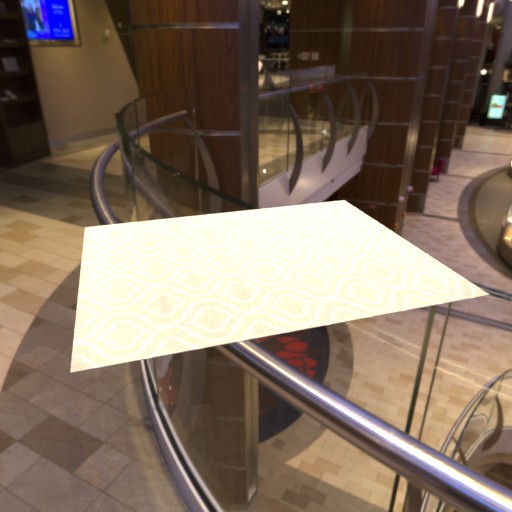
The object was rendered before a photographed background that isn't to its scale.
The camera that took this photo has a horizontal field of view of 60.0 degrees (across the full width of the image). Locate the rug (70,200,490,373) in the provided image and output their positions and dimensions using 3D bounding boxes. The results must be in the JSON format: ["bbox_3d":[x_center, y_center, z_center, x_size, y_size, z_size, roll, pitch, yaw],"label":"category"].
[{"bbox_3d":[0.000,0.000,3.860,2.892,0.006,2.283,-8,27,-15],"label":"rug"}]
